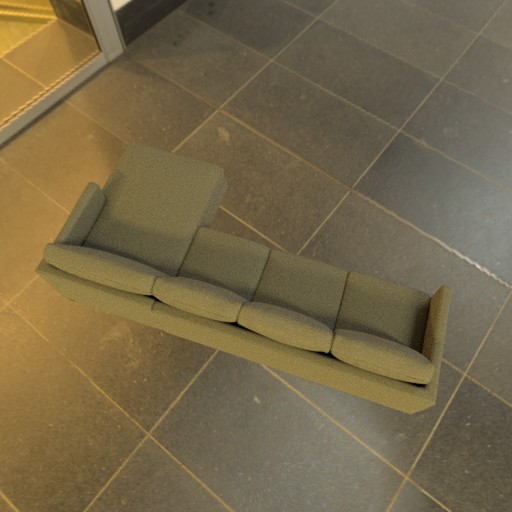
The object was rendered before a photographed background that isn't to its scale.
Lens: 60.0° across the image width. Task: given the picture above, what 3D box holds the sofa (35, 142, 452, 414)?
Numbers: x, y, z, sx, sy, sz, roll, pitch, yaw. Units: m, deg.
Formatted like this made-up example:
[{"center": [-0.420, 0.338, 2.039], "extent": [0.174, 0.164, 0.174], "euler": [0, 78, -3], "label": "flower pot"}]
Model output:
[{"center": [0.000, 0.000, 3.842], "extent": [3.186, 0.861, 1.625], "euler": [17, 65, 8], "label": "sofa"}]
